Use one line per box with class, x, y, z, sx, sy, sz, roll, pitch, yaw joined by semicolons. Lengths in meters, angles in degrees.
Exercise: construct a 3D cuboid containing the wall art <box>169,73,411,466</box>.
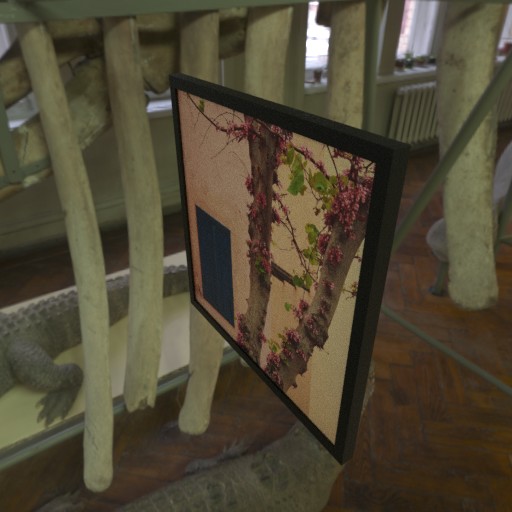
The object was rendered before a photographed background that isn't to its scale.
wall art;0.000;0.000;1.121;0.038;0.762;0.762;-20;37;-29
